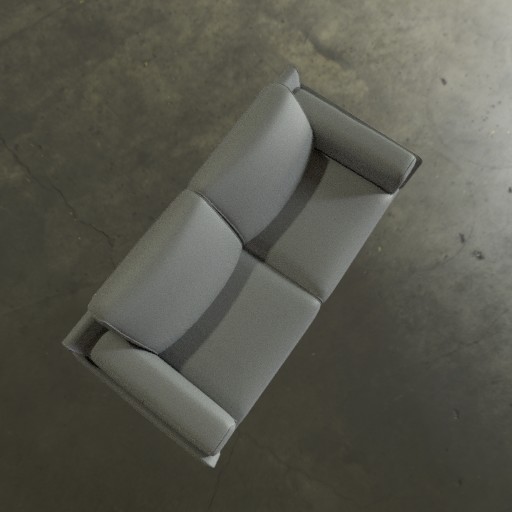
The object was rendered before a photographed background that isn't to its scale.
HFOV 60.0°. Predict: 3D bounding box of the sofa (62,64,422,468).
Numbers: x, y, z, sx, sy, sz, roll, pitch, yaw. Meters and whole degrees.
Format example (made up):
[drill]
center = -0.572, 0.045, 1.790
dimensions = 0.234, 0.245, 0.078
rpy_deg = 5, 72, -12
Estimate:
[sofa]
center = 0.000, 0.000, 2.580
dimensions = 0.969, 0.900, 2.100
rpy_deg = 35, 78, 9
